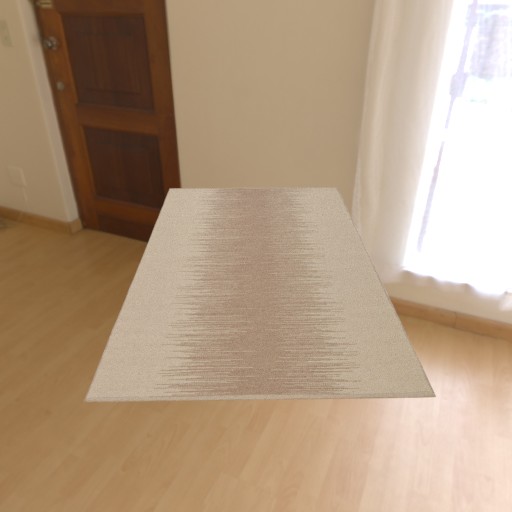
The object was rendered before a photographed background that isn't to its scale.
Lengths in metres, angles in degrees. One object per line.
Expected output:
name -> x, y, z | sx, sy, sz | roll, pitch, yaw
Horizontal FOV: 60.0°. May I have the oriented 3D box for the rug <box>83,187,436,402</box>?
rug -> 0.000, 0.000, 2.956 | 1.522, 0.012, 2.440 | 0, 30, -1
